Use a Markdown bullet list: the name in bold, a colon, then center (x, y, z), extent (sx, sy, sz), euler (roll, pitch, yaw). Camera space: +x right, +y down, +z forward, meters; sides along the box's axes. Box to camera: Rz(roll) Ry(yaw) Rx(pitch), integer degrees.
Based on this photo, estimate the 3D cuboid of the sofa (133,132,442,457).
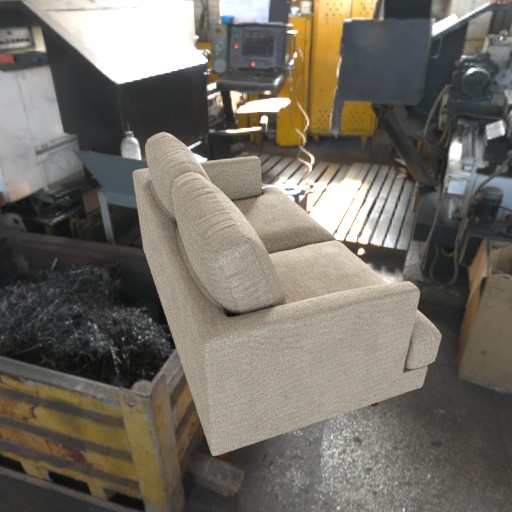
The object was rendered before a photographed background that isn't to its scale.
- **sofa**: center (0.000, 0.000, 2.114), extent (0.903, 0.944, 1.582), euler (-11, 32, -18)
